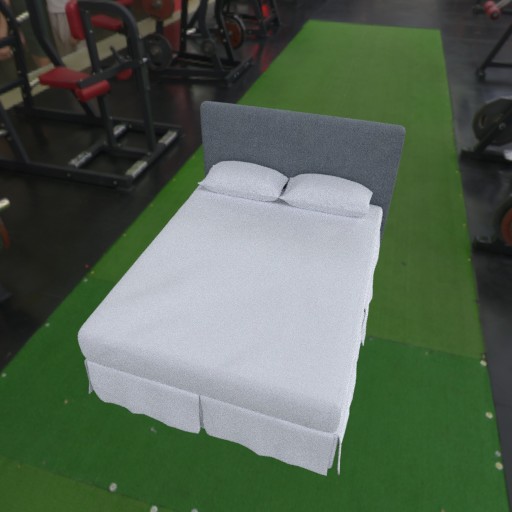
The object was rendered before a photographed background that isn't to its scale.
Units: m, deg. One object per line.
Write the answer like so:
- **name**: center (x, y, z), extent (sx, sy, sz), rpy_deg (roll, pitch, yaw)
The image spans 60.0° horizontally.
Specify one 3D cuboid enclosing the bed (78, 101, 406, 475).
- **bed**: center (0.000, 0.000, 3.147), extent (1.713, 1.330, 2.142), rpy_deg (12, 41, 14)
